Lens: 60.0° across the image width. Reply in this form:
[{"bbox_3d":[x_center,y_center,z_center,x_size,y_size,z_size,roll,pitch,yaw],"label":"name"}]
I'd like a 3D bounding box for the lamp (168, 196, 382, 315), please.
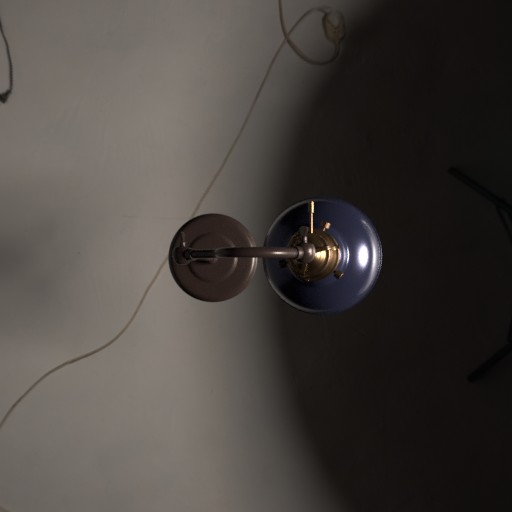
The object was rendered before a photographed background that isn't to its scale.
[{"bbox_3d":[0.000,0.000,0.703,0.374,0.508,0.192,0,89,0],"label":"lamp"}]
